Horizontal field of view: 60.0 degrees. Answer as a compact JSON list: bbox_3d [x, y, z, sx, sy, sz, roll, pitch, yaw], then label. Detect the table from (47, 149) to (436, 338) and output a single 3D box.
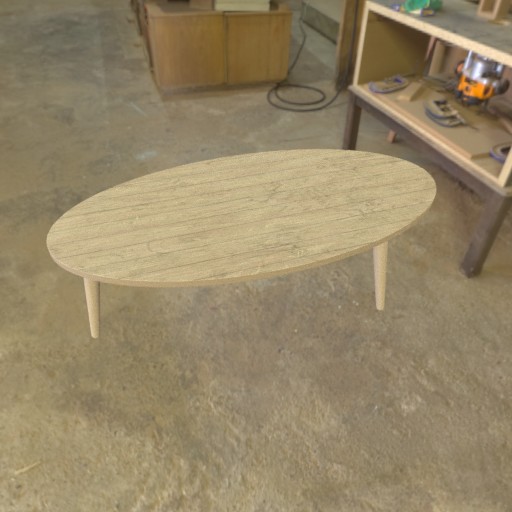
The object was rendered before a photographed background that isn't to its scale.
[{"bbox_3d":[0.000,0.000,1.344,1.083,0.390,0.542,-12,43,-13],"label":"table"}]
